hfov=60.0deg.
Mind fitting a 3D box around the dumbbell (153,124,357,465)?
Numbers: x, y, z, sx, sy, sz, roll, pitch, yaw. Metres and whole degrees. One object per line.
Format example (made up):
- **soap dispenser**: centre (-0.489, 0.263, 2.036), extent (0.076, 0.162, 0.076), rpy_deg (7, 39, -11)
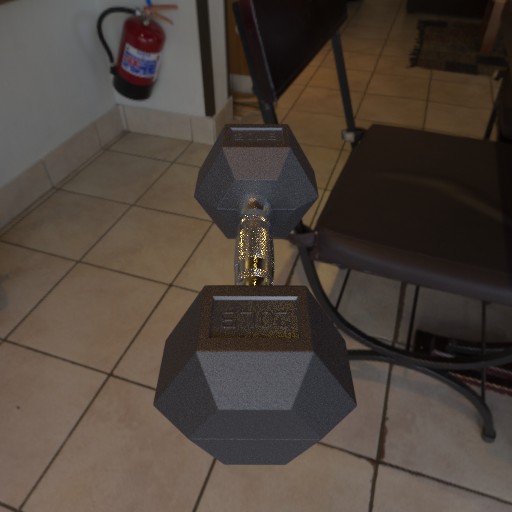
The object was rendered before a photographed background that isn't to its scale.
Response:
- **dumbbell**: centre (0.000, 0.000, 0.318), extent (0.106, 0.092, 0.272), rpy_deg (0, 41, 0)
